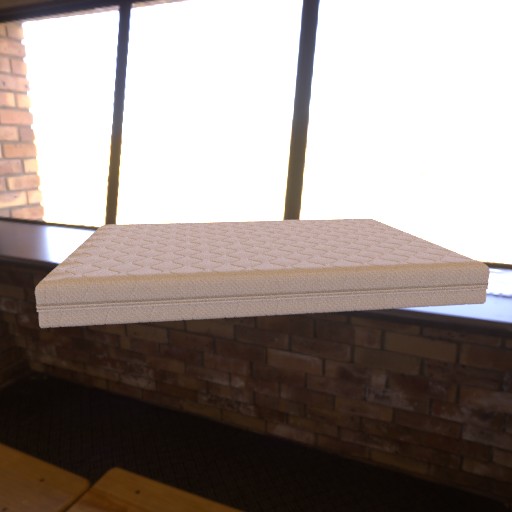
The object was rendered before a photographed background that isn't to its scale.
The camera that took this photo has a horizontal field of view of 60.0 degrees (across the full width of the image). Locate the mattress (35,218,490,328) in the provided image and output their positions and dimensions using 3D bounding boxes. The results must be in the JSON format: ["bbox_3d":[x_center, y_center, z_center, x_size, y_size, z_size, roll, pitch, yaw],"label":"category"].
[{"bbox_3d":[0.000,0.000,2.591,2.000,0.200,1.400,-2,14,-8],"label":"mattress"}]
